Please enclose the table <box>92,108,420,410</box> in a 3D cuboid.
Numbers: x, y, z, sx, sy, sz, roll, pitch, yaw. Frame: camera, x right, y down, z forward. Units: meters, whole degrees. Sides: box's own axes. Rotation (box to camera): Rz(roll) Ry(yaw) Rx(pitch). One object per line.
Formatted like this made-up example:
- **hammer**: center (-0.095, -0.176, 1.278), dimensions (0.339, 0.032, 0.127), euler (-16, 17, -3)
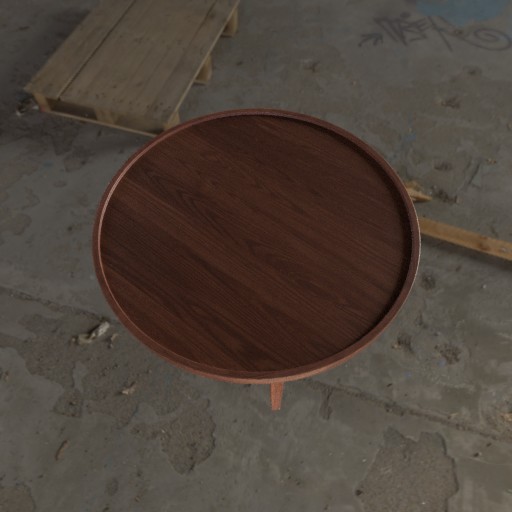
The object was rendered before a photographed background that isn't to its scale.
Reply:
- **table**: center (0.000, 0.000, 1.251), dimensions (0.800, 0.360, 0.800), euler (0, 59, 0)
